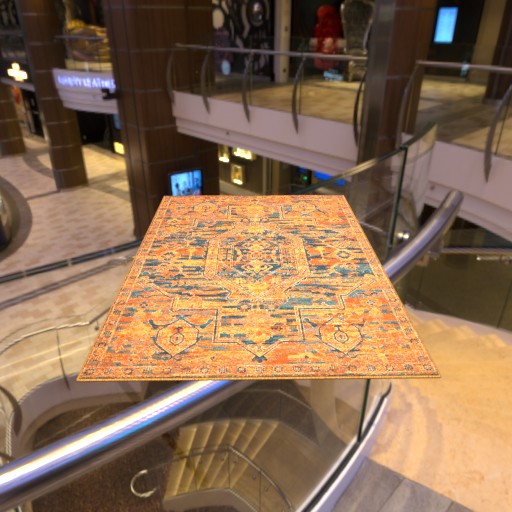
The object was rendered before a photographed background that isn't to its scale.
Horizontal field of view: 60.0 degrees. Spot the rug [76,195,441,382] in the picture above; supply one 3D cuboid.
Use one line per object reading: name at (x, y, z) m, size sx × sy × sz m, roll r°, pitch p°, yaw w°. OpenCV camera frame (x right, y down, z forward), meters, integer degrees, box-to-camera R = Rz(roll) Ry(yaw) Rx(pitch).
rug at (0.000, 0.000, 3.754) m, size 2.043 × 0.019 × 2.916 m, roll 0°, pitch 28°, yaw -1°
